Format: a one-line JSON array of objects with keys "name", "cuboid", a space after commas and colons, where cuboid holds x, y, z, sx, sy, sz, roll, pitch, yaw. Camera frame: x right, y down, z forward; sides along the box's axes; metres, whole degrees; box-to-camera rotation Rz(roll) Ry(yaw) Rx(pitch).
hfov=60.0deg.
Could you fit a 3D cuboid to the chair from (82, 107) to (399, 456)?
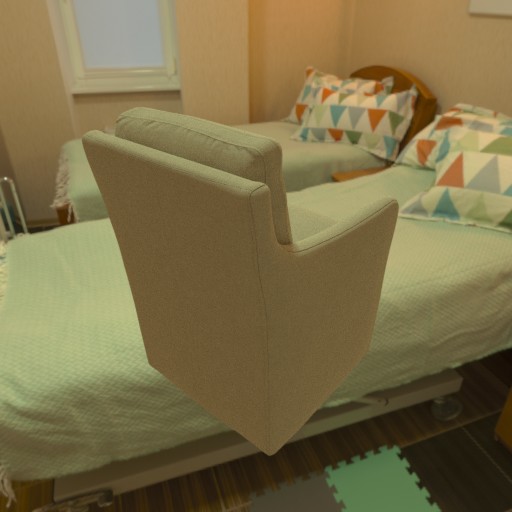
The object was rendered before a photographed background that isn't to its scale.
[{"name": "chair", "cuboid": [0.000, 0.000, 1.382, 0.626, 0.914, 0.694, 24, 38, 34]}]
